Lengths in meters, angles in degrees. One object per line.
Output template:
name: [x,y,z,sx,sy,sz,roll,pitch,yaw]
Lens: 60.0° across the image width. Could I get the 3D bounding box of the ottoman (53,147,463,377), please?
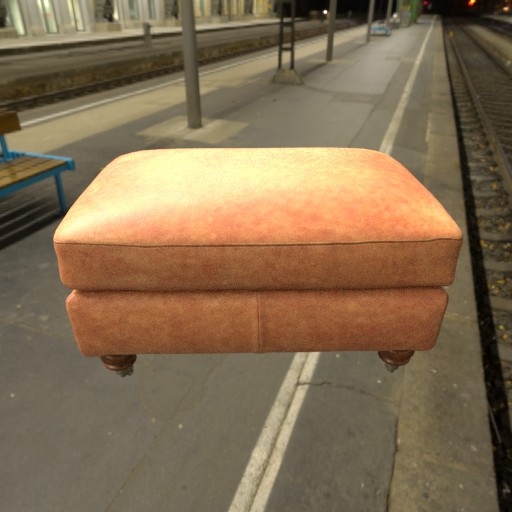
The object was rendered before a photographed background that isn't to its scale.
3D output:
ottoman: [0.000,0.000,1.190,0.852,0.507,0.565,-1,29,-1]
